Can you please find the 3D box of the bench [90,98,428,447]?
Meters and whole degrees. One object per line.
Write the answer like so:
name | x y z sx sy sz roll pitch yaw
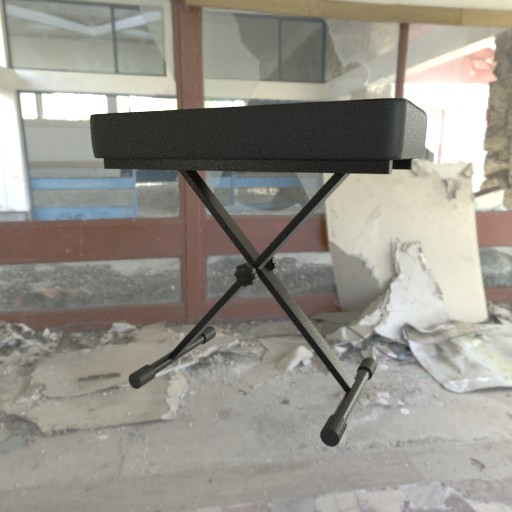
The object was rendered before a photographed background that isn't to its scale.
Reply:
bench | 0.000 0.000 0.918 0.600 0.561 0.300 6 14 26
